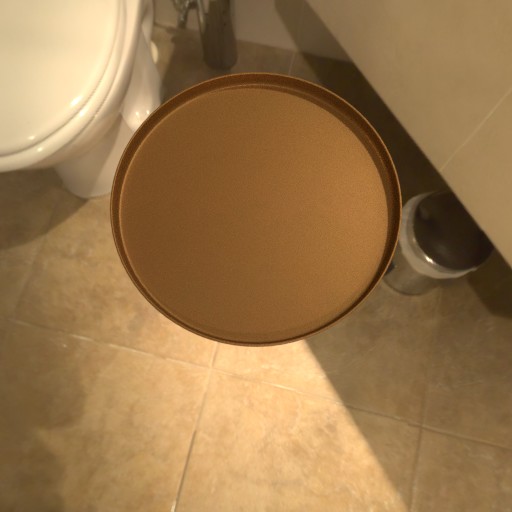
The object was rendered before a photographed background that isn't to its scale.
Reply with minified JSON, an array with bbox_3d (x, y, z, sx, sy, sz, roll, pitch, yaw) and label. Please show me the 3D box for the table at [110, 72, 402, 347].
[{"bbox_3d":[0.000,0.000,0.687,0.299,0.480,0.299,-22,77,-6],"label":"table"}]
